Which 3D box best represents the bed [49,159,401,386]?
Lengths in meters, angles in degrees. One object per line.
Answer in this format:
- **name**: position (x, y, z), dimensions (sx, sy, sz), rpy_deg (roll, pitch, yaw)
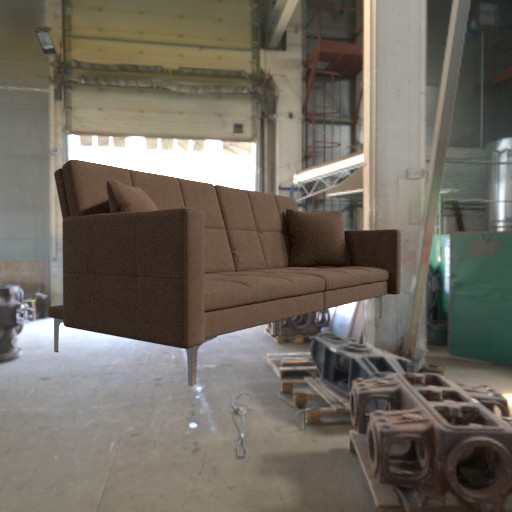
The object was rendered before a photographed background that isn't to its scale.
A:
- **bed**: position (0.000, 0.000, 2.269), dimensions (0.889, 0.787, 1.905), rpy_deg (1, 1, 36)
